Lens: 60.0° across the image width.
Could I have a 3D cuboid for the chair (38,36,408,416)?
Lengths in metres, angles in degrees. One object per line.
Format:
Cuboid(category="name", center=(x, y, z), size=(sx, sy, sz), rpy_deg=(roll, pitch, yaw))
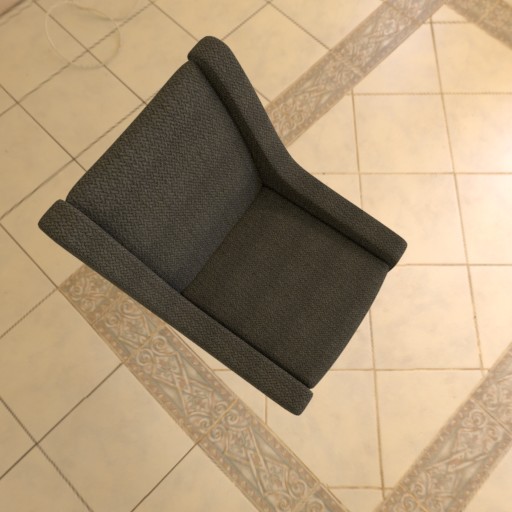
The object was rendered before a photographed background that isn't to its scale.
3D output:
Cuboid(category="chair", center=(0.000, 0.000, 1.690), size=(0.944, 1.012, 0.793), rpy_deg=(34, 77, 9))
